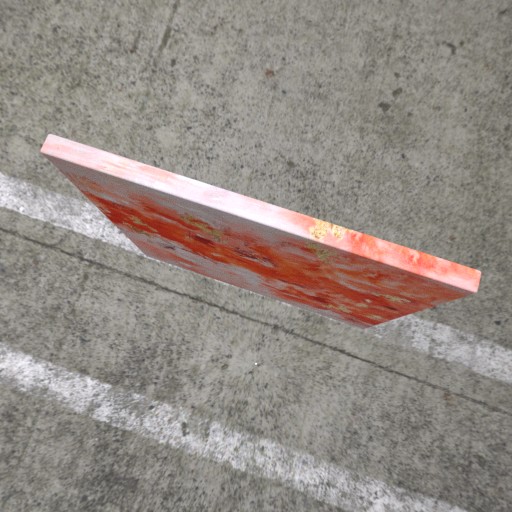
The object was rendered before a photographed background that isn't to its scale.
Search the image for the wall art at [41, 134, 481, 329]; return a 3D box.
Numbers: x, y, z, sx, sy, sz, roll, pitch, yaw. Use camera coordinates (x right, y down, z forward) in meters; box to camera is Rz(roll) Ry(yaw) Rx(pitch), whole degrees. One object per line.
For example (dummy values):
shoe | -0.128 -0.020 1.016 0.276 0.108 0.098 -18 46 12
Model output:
wall art | 0.000 0.000 1.084 0.747 0.746 0.064 18 77 4
